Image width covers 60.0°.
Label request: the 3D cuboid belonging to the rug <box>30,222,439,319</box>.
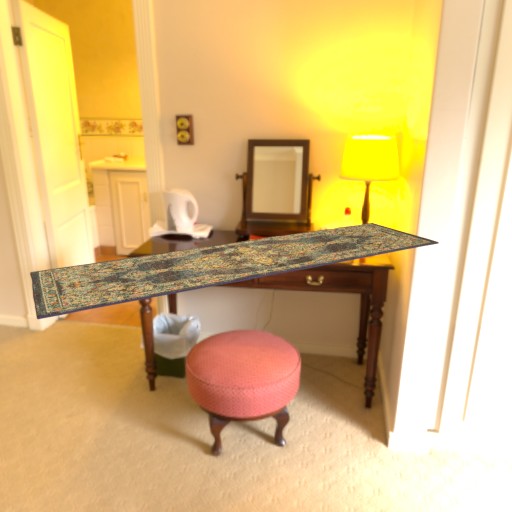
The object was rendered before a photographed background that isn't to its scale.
[{"bbox_3d":[0.000,0.000,2.509,2.283,0.016,0.602,-9,20,-27],"label":"rug"}]
